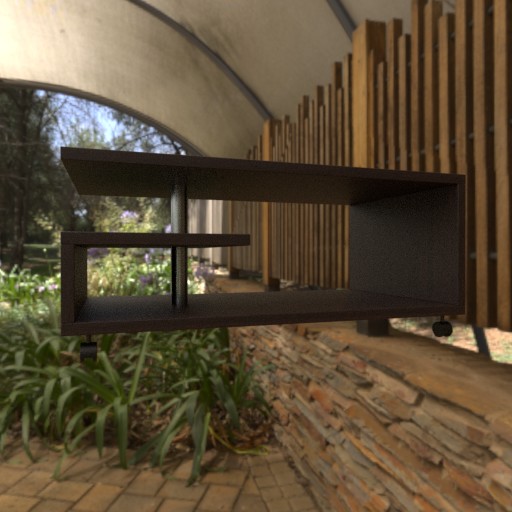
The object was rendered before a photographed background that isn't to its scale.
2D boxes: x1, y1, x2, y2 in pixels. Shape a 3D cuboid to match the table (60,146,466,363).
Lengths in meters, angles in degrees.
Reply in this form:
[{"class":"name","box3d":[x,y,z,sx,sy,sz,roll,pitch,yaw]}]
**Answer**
[{"class":"table","box3d":[0.000,0.000,1.364,1.050,0.460,0.590,0,0,-18]}]
